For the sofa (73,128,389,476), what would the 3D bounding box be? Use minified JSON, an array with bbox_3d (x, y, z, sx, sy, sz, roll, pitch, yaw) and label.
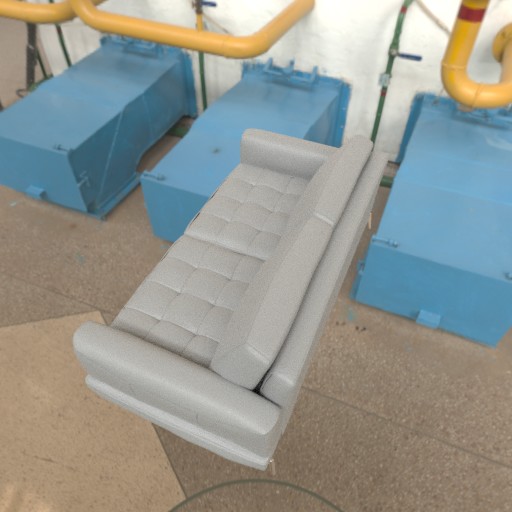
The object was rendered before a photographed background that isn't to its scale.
[{"bbox_3d":[0.000,0.000,2.737,1.121,0.930,2.177,18,50,16],"label":"sofa"}]
